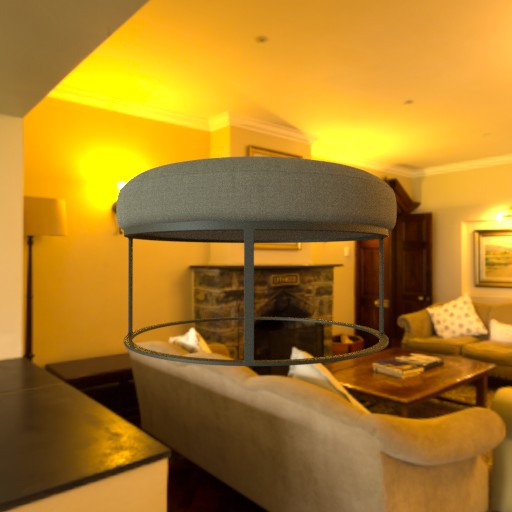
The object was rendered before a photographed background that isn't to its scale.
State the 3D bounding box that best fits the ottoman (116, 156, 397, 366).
[{"bbox_3d":[0.000,0.000,1.278,0.772,0.460,0.772,0,-1,0],"label":"ottoman"}]
